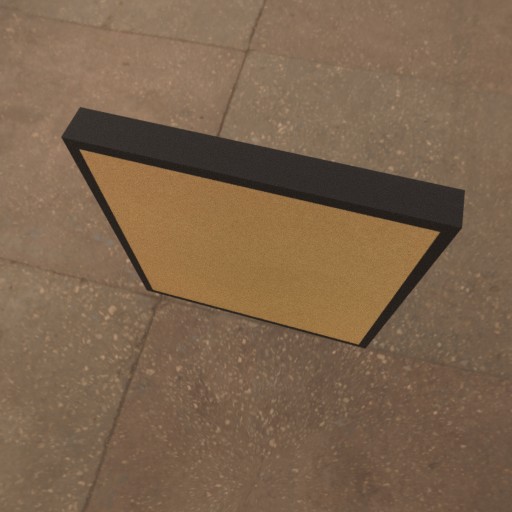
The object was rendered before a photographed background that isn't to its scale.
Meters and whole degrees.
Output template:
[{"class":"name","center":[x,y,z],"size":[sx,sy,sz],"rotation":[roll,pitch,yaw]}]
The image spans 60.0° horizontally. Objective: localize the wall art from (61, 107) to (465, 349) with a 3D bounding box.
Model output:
[{"class":"wall art","center":[0.000,0.000,0.467],"size":[0.305,0.304,0.033],"rotation":[14,63,7]}]
